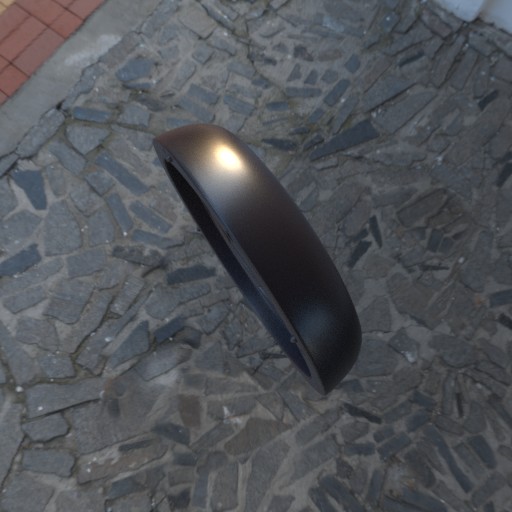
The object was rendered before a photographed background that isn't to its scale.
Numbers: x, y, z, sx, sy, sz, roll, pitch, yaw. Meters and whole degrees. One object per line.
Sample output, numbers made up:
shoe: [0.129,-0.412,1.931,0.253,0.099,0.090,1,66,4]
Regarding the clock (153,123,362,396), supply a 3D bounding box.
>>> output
clock: [0.000,0.000,0.458,0.060,0.300,0.300,-34,79,-7]
